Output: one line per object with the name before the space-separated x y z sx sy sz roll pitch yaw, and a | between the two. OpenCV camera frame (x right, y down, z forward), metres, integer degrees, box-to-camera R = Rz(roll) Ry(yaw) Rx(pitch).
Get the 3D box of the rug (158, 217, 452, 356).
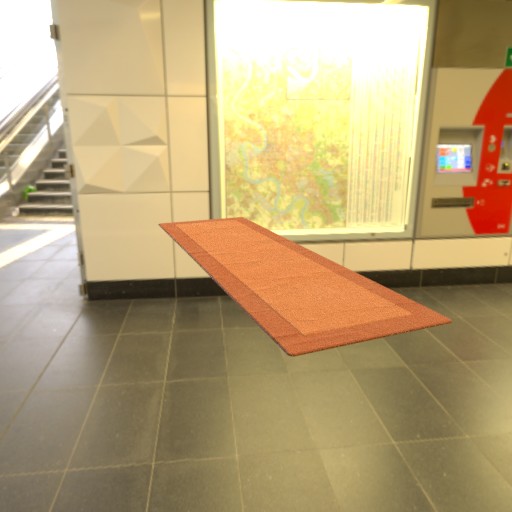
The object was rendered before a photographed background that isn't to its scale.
rug | 0.000 0.000 2.766 0.914 0.013 2.471 -8 18 -25
